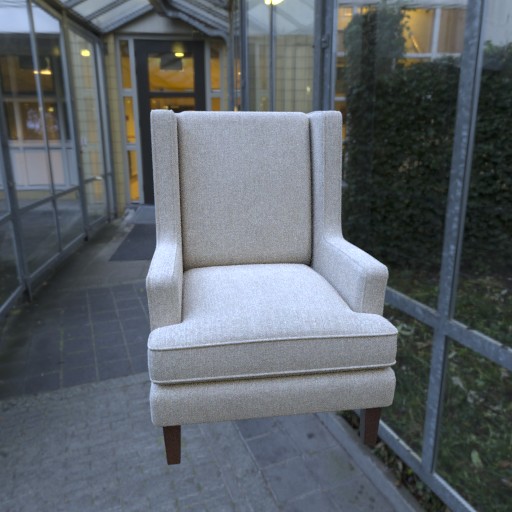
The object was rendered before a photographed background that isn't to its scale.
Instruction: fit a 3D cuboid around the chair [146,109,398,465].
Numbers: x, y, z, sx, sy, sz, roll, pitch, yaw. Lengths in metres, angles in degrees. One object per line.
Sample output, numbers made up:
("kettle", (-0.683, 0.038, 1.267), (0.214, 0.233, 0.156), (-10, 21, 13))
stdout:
("chair", (0.000, 0.000, 1.687), (0.764, 1.082, 0.948), (-2, 16, -8))
